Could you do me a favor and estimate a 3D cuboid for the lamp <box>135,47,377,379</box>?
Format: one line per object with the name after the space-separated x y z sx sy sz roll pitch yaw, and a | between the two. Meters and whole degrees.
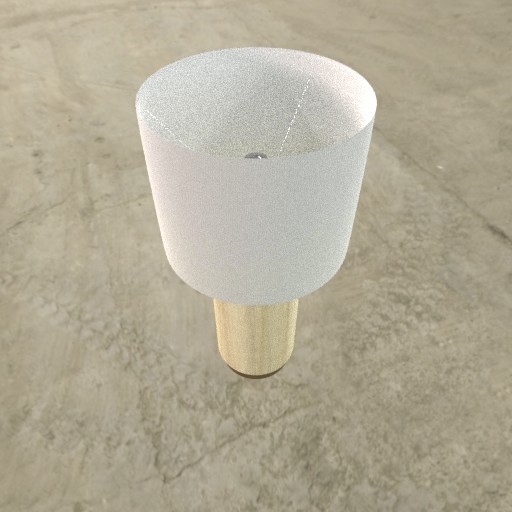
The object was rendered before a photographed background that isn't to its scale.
0.000 0.000 0.580 0.228 0.444 0.228 3 46 3 | lamp
